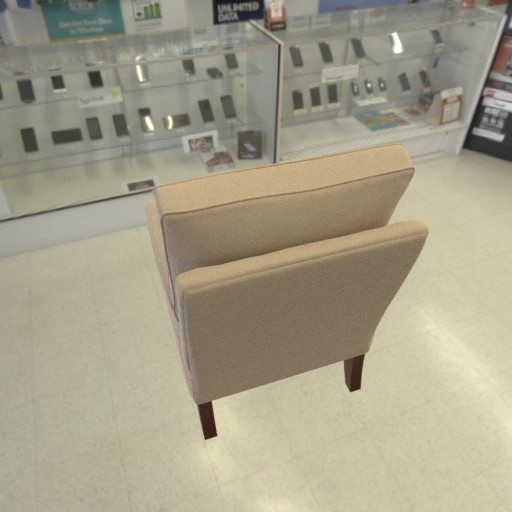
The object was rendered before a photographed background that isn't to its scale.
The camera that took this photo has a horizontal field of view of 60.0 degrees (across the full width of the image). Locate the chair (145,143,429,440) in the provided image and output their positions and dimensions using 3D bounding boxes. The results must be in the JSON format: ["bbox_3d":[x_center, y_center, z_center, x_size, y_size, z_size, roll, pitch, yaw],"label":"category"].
[{"bbox_3d":[0.000,0.000,1.666,0.724,1.052,0.912,-13,43,-14],"label":"chair"}]
